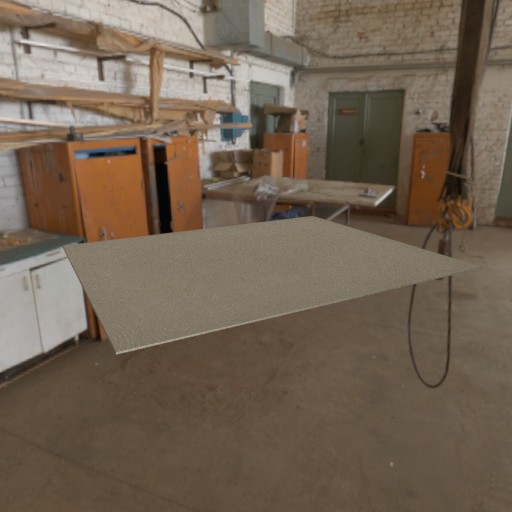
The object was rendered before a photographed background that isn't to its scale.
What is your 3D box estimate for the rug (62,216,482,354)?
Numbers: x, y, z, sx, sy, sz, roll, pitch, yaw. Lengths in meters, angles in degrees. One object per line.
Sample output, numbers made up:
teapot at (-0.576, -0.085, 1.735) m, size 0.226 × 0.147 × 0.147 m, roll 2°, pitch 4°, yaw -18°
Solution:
rug at (0.000, 0.000, 3.461) m, size 2.584 × 0.011 × 2.073 m, roll -9°, pitch 19°, yaw -28°
